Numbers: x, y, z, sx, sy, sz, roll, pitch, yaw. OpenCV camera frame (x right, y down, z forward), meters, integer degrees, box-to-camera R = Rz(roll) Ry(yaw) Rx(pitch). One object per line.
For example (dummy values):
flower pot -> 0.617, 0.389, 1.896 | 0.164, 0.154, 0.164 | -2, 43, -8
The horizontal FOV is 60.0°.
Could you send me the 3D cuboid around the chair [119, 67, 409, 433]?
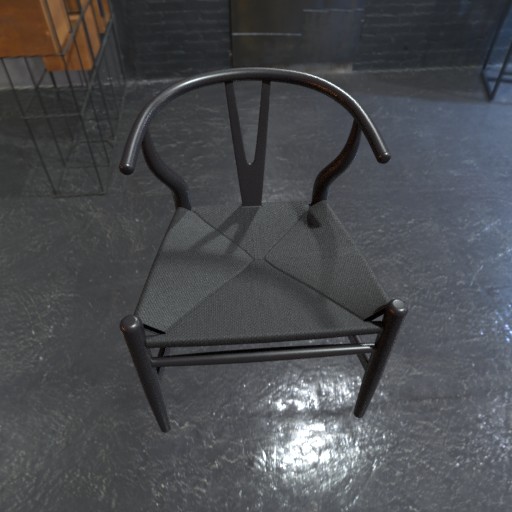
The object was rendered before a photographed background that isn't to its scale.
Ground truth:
chair -> 0.000, 0.000, 1.131 | 0.569, 0.730, 0.579 | -3, 46, -3
